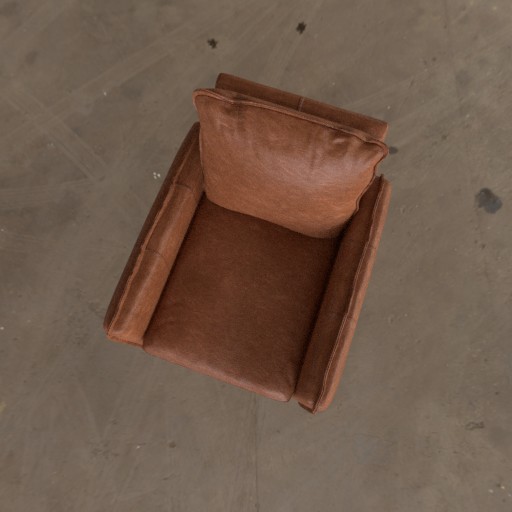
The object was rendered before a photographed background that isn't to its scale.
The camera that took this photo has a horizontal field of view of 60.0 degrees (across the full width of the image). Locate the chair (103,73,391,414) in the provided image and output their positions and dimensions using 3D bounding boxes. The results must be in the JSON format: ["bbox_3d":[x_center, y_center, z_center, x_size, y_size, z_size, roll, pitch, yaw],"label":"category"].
[{"bbox_3d":[0.000,0.000,1.637,0.830,0.922,0.922,19,76,5],"label":"chair"}]
